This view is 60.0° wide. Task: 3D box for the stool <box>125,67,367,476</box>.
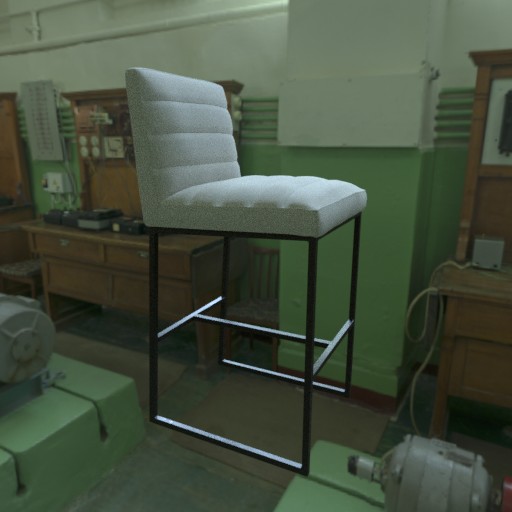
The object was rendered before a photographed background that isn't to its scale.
[{"bbox_3d":[0.000,0.000,1.358,0.573,1.061,0.464,7,16,26],"label":"stool"}]
